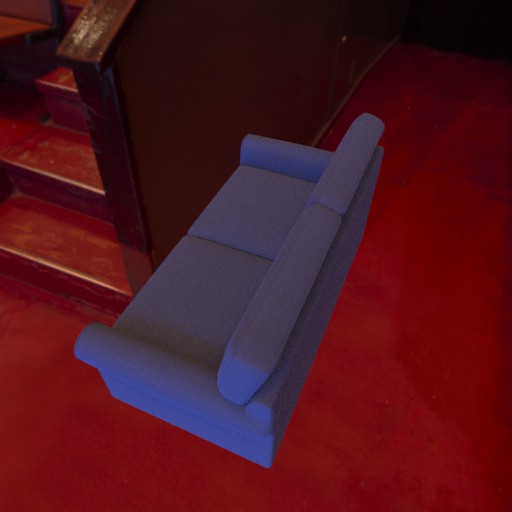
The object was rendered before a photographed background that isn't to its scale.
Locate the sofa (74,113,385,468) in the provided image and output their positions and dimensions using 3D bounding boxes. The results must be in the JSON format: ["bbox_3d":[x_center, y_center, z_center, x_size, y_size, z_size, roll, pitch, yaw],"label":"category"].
[{"bbox_3d":[0.000,0.000,2.503,0.940,1.020,1.930,18,49,16],"label":"sofa"}]
